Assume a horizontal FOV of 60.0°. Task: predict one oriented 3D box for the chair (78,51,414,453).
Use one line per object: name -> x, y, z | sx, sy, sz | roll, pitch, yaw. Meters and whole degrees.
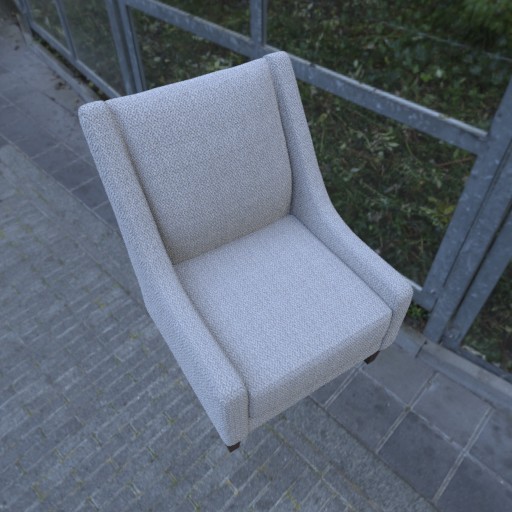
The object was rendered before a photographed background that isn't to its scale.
chair -> 0.000, 0.000, 1.583 | 0.774, 1.014, 0.870 | -25, 52, -22
